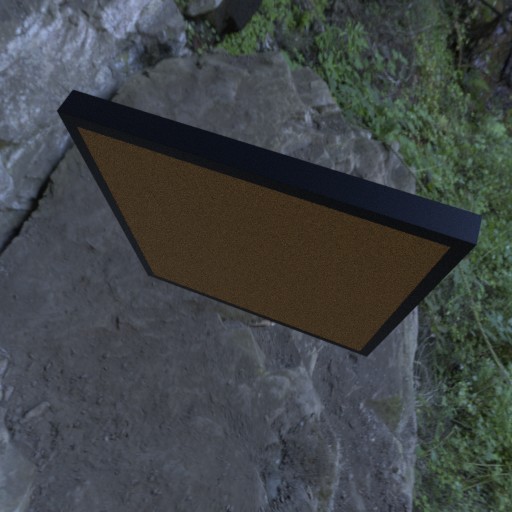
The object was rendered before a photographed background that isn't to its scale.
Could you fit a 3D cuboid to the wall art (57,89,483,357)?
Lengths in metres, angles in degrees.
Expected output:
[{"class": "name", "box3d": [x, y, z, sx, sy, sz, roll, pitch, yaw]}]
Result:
[{"class": "wall art", "box3d": [0.000, 0.000, 0.737, 0.508, 0.508, 0.038, 19, 66, 9]}]
